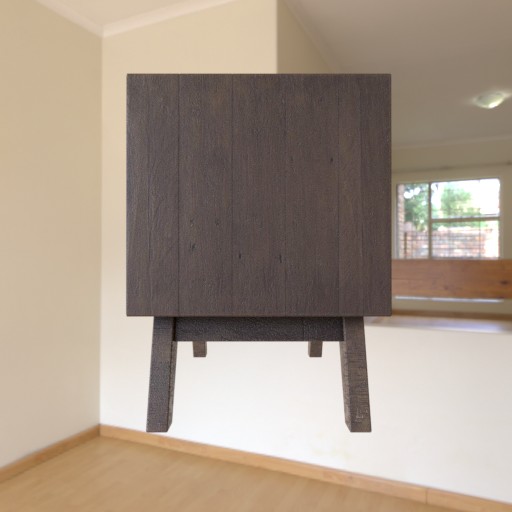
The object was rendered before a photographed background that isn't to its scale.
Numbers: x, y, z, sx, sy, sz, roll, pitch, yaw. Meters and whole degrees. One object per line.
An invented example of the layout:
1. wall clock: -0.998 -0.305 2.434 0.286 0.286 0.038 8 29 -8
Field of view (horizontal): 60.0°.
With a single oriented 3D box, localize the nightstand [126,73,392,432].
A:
1. nightstand: 0.000 0.000 1.054 0.450 0.599 0.650 0 0 0
